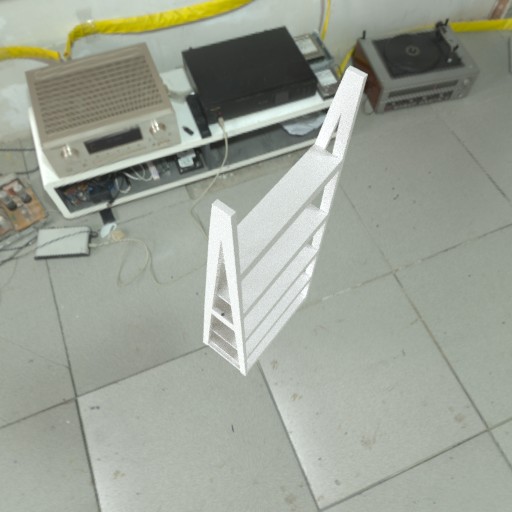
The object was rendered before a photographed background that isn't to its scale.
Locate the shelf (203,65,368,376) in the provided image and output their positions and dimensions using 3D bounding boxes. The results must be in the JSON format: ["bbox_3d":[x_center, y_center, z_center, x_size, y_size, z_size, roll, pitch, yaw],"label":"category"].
[{"bbox_3d":[0.000,0.000,2.029,0.341,1.779,0.636,35,68,16],"label":"shelf"}]
